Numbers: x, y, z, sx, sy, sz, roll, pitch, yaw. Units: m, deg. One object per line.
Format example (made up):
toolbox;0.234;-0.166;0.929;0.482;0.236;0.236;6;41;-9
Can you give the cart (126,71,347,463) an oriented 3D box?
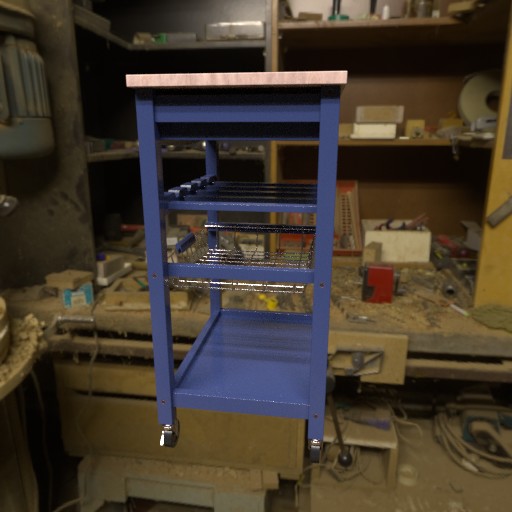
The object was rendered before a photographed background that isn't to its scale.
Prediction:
cart;0.000;0.000;1.176;0.403;0.839;0.584;2;16;8
